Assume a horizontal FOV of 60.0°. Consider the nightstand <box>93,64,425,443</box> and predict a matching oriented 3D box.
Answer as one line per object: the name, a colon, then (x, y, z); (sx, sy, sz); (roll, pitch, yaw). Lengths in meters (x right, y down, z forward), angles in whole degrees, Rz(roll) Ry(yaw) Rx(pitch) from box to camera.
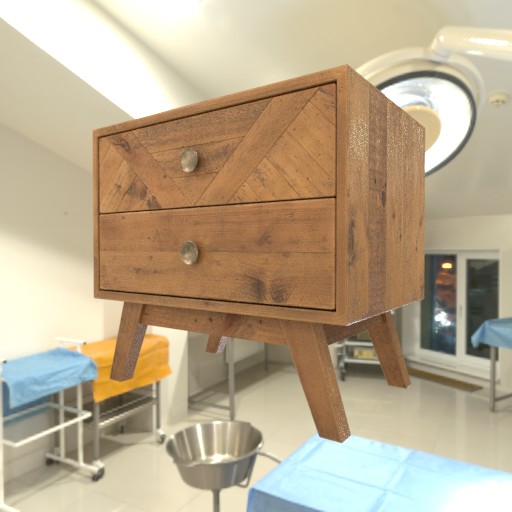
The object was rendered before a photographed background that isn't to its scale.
nightstand: (0.000, 0.000, 1.044); (0.650, 0.599, 0.450); (1, 1, 35)
